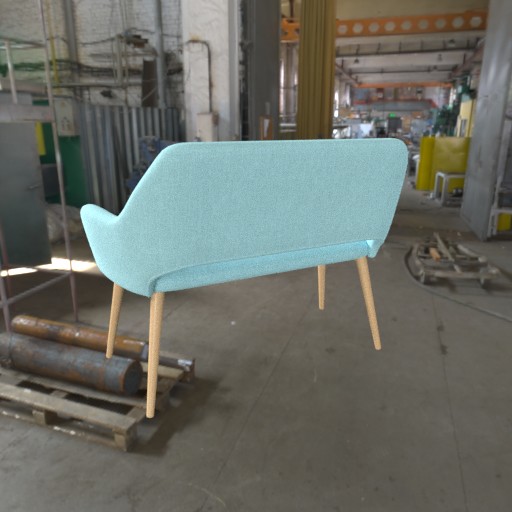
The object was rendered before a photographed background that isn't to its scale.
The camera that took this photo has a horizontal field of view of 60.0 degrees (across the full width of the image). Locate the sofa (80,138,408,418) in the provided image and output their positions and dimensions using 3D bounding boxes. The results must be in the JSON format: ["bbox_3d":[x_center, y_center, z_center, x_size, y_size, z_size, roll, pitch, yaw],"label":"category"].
[{"bbox_3d":[0.000,0.000,1.622,1.150,0.840,0.610,-9,19,-26],"label":"sofa"}]
